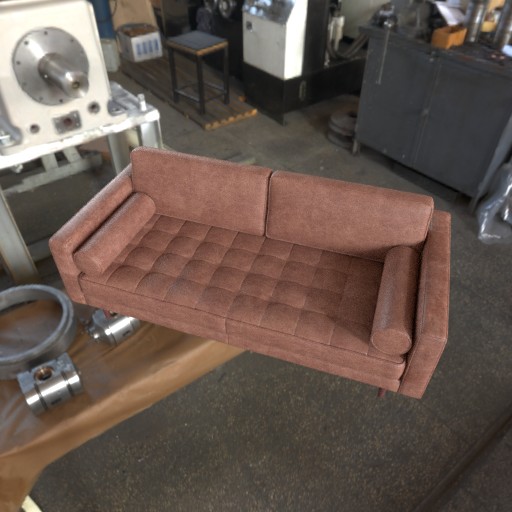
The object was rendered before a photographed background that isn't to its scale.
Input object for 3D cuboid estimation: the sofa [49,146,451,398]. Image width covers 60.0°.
[{"bbox_3d":[0.000,0.000,2.344,1.870,0.760,0.910,13,43,14],"label":"sofa"}]
